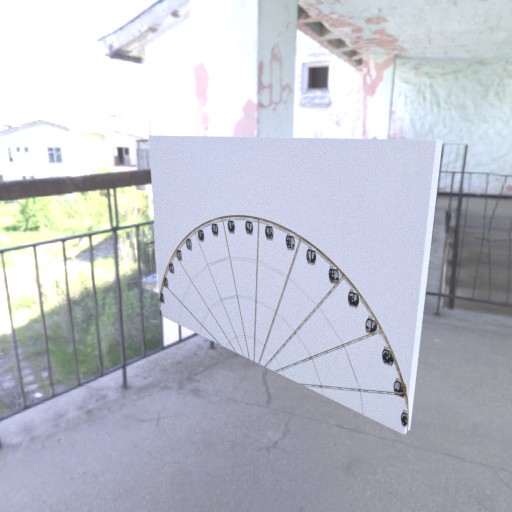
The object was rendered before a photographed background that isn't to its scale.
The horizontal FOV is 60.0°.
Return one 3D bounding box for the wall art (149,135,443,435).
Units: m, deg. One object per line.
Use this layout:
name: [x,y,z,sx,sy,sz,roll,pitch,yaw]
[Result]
wall art: [0.000,0.000,1.480,1.144,0.767,0.038,15,22,42]
